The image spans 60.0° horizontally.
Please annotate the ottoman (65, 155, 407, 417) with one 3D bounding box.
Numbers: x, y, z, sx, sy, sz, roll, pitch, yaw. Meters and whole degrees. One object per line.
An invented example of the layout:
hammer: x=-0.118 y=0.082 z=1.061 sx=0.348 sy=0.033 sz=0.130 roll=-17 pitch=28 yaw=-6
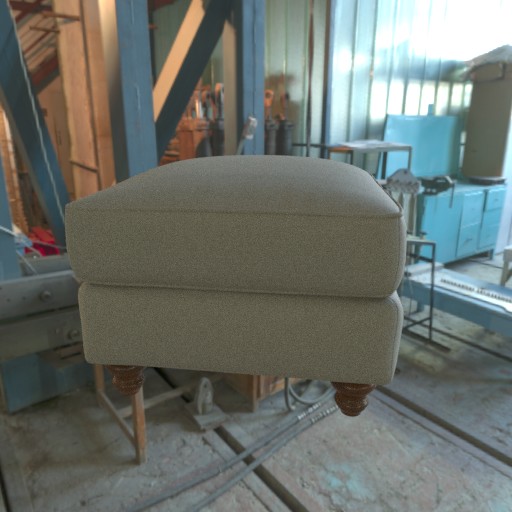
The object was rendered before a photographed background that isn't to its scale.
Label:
ottoman: x=0.000 y=0.000 z=1.155 sx=0.662 sy=0.505 sz=0.716 roll=2 pitch=17 yaw=8
